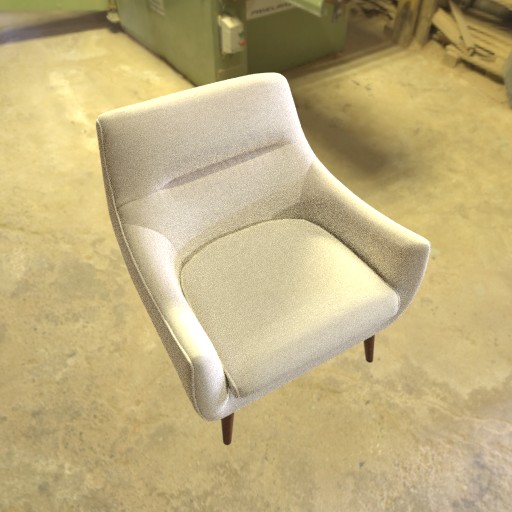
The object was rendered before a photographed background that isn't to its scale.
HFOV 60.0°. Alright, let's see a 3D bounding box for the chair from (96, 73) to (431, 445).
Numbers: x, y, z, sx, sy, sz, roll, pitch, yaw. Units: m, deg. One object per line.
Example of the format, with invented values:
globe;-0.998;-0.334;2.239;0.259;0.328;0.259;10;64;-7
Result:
chair;0.000;0.000;1.420;0.762;0.838;0.787;-23;51;-20
